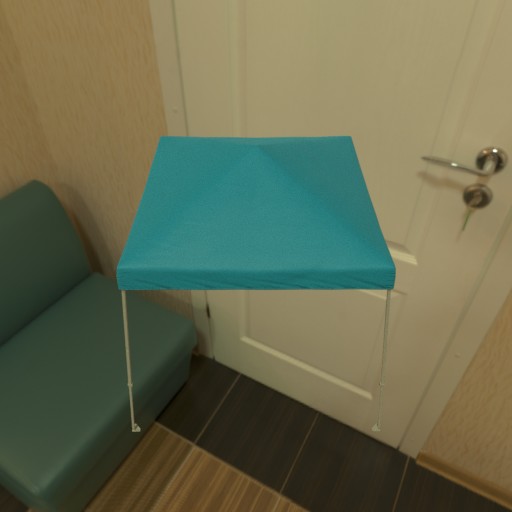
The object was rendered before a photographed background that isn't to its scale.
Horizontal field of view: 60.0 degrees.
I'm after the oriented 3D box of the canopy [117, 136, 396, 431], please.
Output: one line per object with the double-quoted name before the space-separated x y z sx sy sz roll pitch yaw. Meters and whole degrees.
"canopy" 0.000 0.000 6.549 3.599 3.600 3.600 0 42 0
